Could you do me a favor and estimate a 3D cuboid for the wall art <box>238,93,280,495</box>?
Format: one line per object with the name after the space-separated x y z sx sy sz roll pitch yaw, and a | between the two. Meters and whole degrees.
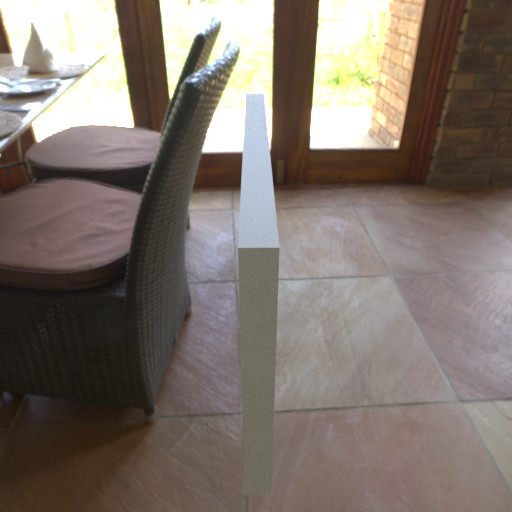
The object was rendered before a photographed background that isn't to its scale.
0.000 0.000 0.769 0.038 0.407 0.609 0 33 0 | wall art
